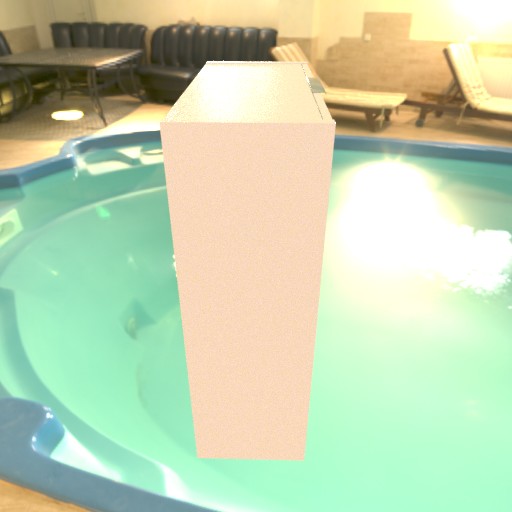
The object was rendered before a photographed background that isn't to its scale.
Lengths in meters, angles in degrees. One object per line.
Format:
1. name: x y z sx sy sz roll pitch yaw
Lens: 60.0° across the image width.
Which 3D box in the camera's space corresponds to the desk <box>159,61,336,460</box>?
1. desk: 0.000 0.000 1.615 0.390 1.190 0.850 1 32 1
